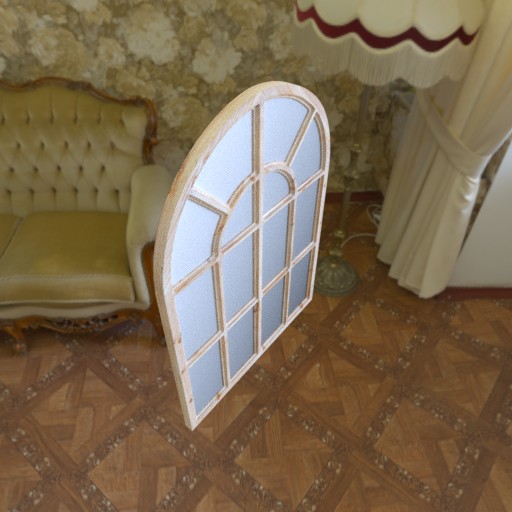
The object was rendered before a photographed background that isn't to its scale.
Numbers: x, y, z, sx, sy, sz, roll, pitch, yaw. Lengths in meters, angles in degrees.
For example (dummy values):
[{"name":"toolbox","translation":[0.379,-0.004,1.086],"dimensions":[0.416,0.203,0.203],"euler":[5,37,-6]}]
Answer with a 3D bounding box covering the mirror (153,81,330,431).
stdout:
[{"name":"mirror","translation":[0.000,0.000,1.206],"dimensions":[0.032,0.920,0.660],"euler":[28,50,27]}]
